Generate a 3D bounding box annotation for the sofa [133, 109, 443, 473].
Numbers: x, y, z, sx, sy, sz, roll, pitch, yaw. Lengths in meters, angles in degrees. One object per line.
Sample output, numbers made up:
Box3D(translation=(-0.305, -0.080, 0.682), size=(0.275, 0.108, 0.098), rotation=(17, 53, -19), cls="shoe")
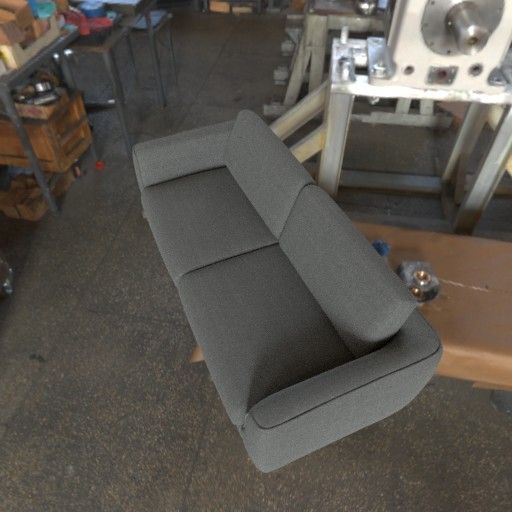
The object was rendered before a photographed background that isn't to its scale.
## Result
Box3D(translation=(0.000, 0.000, 2.405), size=(0.920, 0.850, 2.000), rotation=(-18, 49, -16), cls="sofa")
